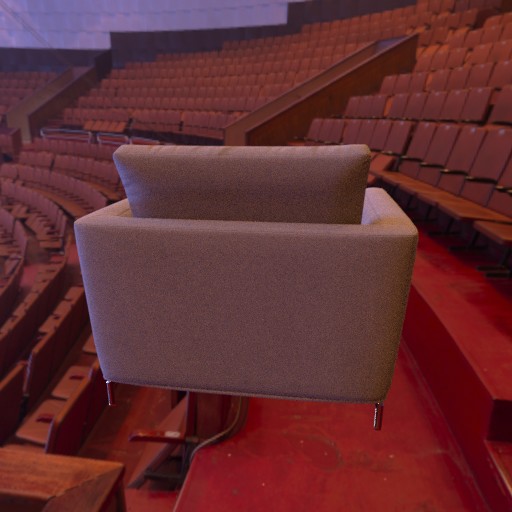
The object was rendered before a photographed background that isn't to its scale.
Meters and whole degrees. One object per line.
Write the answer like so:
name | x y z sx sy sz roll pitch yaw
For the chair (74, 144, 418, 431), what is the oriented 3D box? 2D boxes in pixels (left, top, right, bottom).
chair | 0.000 0.000 1.692 1.041 0.864 0.889 2 17 8
